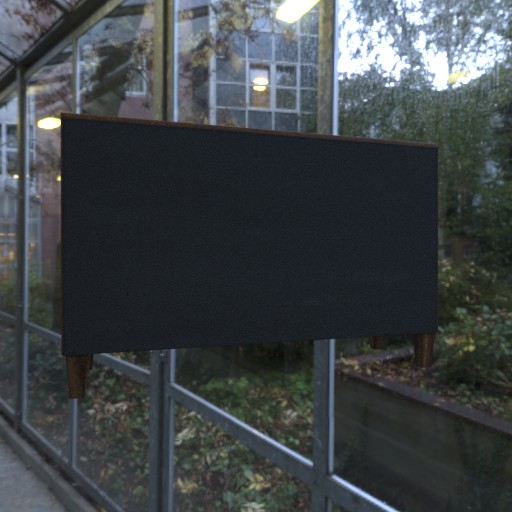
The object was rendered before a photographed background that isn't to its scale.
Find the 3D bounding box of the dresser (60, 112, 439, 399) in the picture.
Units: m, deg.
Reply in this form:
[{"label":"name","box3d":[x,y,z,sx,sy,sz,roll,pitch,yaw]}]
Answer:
[{"label":"dresser","box3d":[0.000,0.000,1.776,1.387,0.892,0.438,0,0,-17]}]
